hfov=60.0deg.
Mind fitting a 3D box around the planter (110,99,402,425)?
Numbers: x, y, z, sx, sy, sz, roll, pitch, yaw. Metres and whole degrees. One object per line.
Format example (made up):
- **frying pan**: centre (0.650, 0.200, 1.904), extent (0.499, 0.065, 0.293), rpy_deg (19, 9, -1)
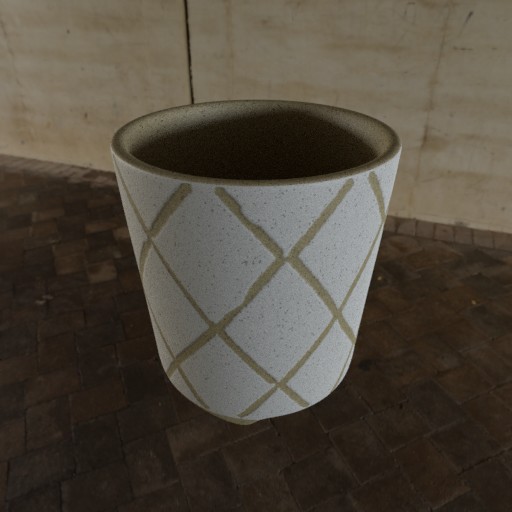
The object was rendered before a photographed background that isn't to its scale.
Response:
- **planter**: centre (0.000, 0.000, 0.352), extent (0.191, 0.199, 0.191), rpy_deg (0, 32, 0)
